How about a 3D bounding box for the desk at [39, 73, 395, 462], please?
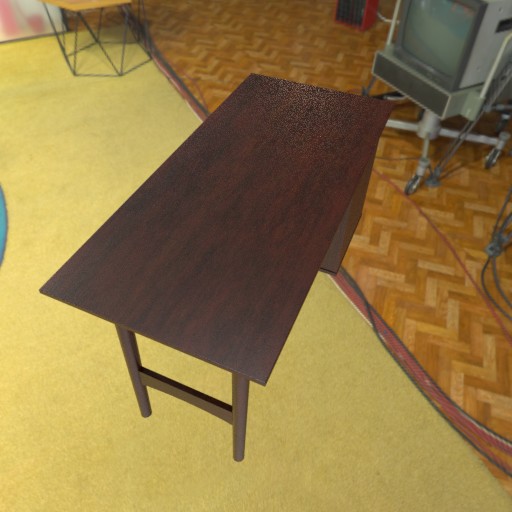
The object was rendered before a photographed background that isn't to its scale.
[{"bbox_3d":[0.000,0.000,1.687,0.612,0.758,1.277,18,50,16],"label":"desk"}]
